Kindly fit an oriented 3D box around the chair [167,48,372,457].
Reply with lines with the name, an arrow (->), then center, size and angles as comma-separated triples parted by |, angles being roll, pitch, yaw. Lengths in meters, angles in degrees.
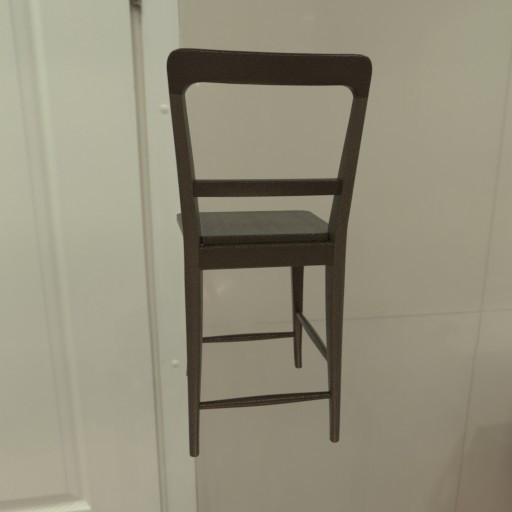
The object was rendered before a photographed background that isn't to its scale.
chair -> 0.000, 0.000, 1.270 | 0.450, 0.991, 0.546 | -2, 13, -9
